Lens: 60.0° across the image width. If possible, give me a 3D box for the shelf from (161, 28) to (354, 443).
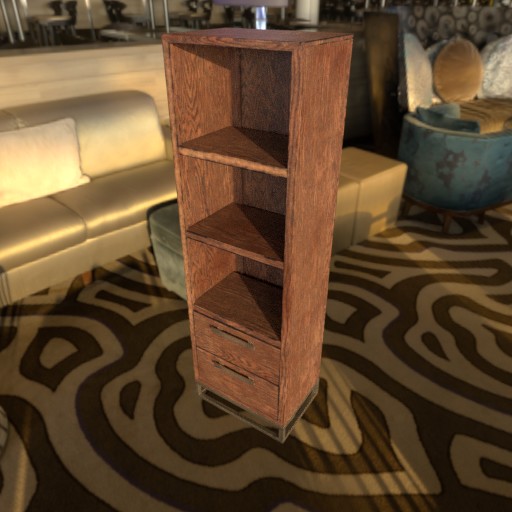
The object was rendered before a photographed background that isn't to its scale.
[{"bbox_3d":[0.000,0.000,1.927,0.539,1.732,0.395,19,35,28],"label":"shelf"}]
